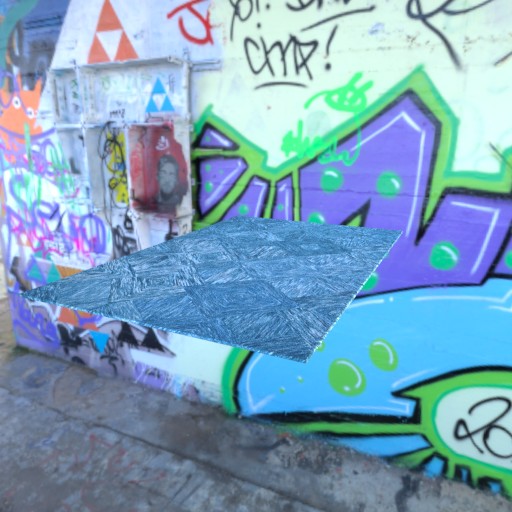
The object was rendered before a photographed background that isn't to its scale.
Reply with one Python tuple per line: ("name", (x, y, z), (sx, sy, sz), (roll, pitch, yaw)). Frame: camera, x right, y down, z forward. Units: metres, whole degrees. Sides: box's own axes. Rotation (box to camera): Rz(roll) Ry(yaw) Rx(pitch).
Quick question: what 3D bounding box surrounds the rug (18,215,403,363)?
("rug", (0.000, 0.000, 2.841), (1.490, 0.015, 2.277), (8, 18, 25))
